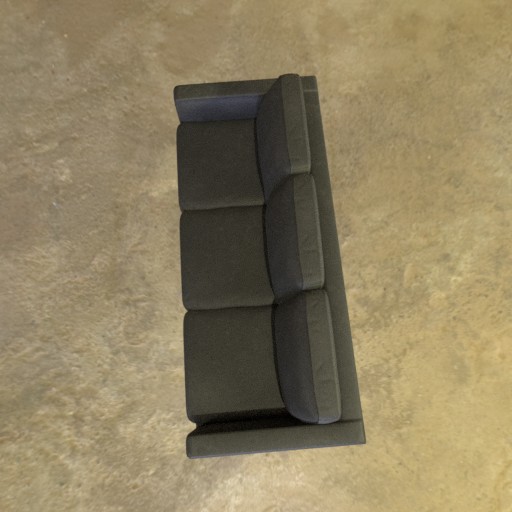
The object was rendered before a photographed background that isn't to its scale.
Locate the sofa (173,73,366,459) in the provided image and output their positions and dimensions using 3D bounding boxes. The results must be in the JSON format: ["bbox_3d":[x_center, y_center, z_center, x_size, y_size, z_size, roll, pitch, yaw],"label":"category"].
[{"bbox_3d":[0.000,0.000,2.547,0.879,0.899,2.029,-4,74,-1],"label":"sofa"}]
